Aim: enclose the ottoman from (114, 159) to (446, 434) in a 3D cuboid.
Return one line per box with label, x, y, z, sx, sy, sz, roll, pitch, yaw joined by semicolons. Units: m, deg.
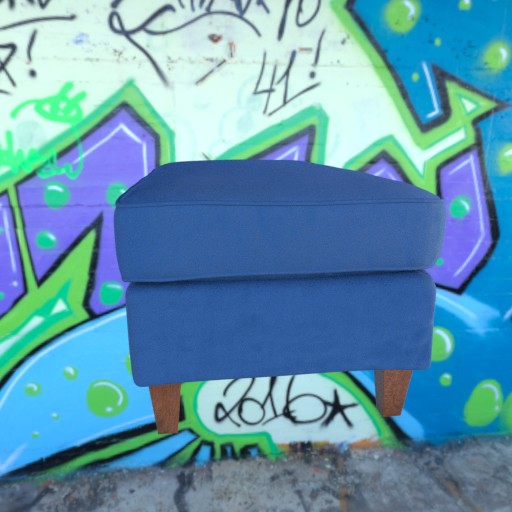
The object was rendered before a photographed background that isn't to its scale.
ottoman;0.000;0.000;1.175;0.583;0.484;0.862;-2;15;-8
